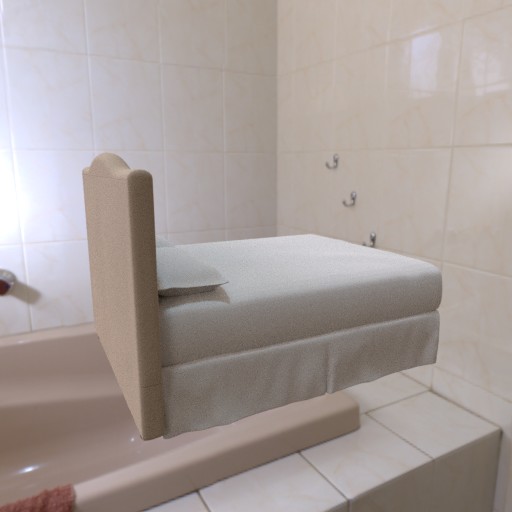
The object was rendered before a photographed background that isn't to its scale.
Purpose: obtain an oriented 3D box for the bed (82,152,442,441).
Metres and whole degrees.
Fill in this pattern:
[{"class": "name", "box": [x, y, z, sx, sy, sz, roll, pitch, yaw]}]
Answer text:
[{"class": "bed", "box": [0.000, 0.000, 3.116, 2.052, 1.398, 1.678, -6, 13, -26]}]
